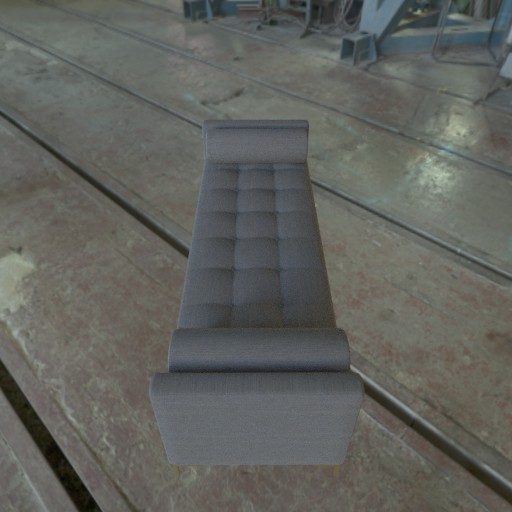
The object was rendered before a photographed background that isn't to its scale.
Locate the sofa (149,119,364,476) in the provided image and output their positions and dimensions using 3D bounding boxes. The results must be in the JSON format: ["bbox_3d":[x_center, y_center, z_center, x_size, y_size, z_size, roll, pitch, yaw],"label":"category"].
[{"bbox_3d":[0.000,0.000,2.316,0.686,0.635,1.981,0,42,0],"label":"sofa"}]
